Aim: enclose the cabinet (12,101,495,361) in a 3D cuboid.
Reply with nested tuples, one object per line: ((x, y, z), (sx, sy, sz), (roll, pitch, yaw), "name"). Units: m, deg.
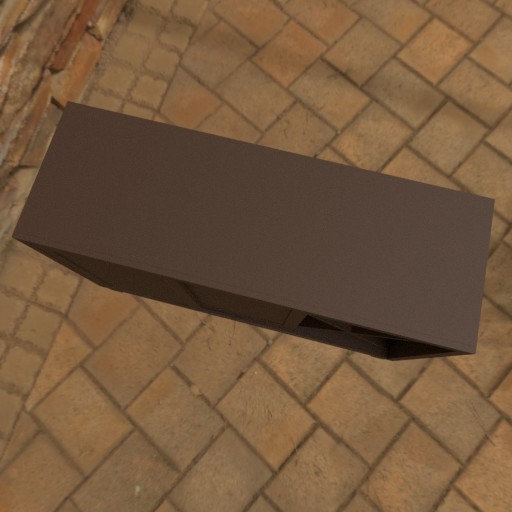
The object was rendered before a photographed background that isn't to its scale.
((0.000, 0.000, 1.791), (1.396, 0.914, 0.482), (14, 76, 4), "cabinet")
